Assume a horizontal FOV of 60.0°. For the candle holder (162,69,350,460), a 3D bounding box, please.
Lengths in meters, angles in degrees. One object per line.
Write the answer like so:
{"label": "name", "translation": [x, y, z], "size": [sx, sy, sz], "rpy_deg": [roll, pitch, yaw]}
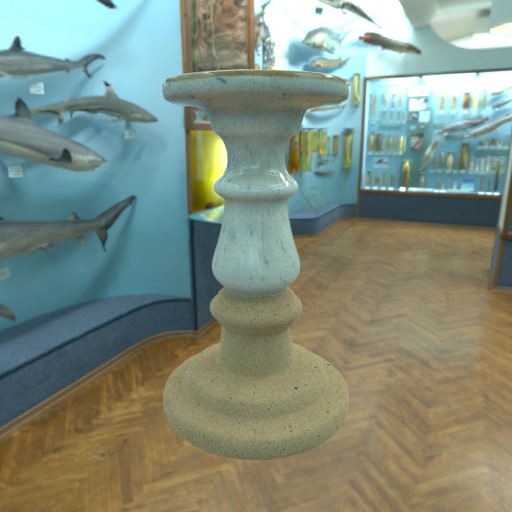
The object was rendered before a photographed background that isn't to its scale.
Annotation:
{"label": "candle holder", "translation": [0.000, 0.000, 0.275], "size": [0.123, 0.202, 0.123], "rpy_deg": [0, 15, 0]}
